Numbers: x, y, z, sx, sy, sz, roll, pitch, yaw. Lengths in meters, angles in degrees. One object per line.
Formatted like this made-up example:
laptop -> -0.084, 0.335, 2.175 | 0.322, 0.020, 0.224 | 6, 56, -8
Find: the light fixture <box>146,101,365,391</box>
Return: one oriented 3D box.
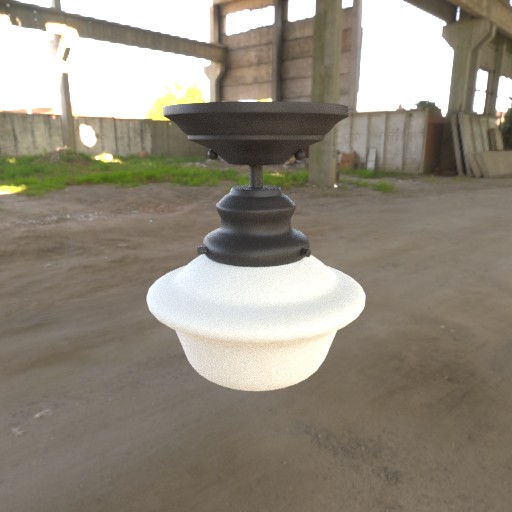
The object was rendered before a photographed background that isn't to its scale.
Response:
light fixture -> 0.000, 0.000, 0.401 | 0.197, 0.254, 0.197 | 0, 15, 0
